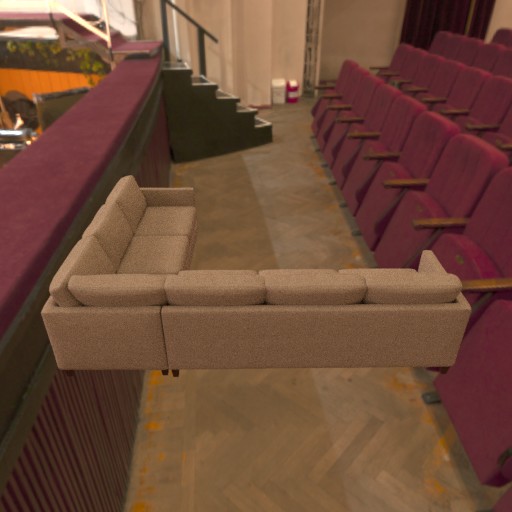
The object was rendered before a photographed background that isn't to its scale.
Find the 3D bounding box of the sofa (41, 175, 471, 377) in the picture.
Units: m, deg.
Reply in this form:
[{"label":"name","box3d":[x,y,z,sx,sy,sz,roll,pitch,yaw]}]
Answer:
[{"label":"sofa","box3d":[0.000,0.000,4.541,3.333,0.934,2.522,0,31,-1]}]
